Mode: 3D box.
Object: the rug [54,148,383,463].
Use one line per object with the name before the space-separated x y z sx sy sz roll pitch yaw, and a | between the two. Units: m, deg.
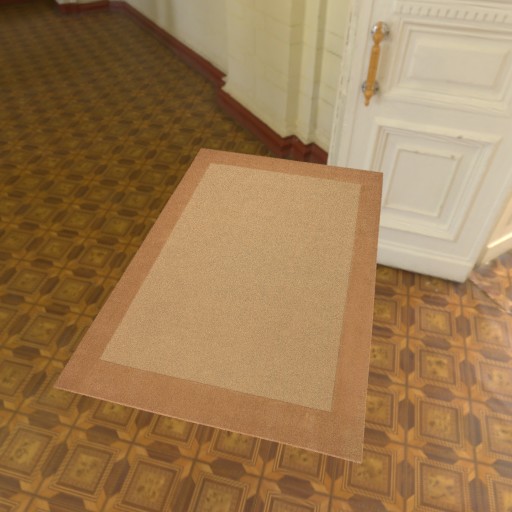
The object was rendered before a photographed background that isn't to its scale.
rug | 0.000 0.000 2.292 1.219 0.014 1.829 10 46 10
